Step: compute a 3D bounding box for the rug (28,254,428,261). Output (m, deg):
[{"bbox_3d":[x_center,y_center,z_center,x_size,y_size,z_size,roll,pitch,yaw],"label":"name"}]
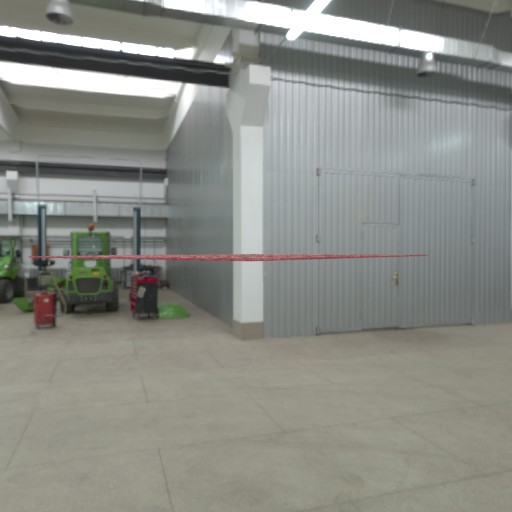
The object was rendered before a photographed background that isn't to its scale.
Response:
[{"bbox_3d":[0.000,0.000,2.899,1.579,0.007,2.184,0,1,37],"label":"rug"}]
